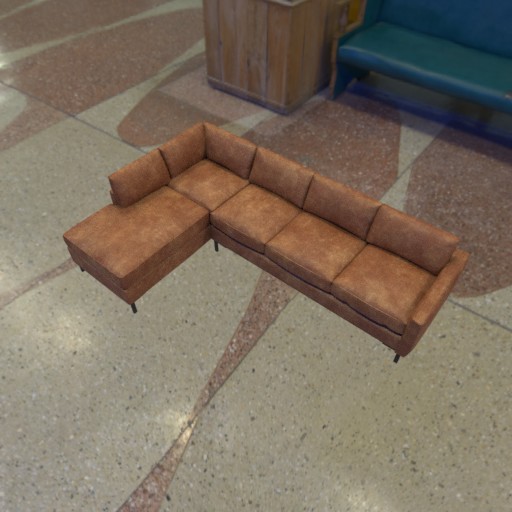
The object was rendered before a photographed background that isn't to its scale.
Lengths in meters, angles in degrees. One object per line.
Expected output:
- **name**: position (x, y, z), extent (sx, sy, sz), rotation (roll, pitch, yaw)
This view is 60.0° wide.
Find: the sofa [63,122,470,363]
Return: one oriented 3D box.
- **sofa**: position (0.000, 0.000, 3.905), extent (2.984, 0.877, 1.938), rotation (31, 54, 25)
